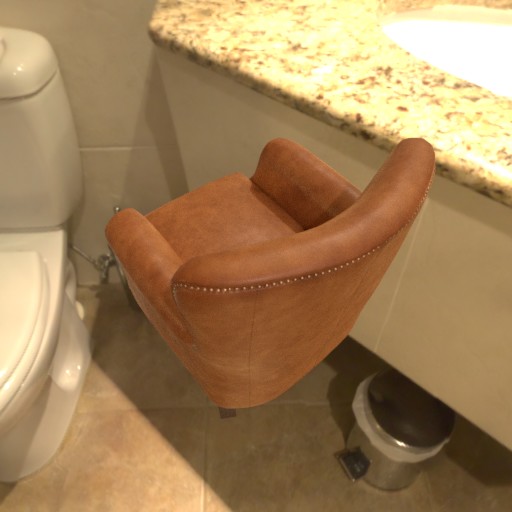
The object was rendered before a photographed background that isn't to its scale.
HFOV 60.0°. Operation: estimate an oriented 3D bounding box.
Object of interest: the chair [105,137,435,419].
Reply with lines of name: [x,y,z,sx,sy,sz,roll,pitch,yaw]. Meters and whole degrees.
chair: [0.000,0.000,1.575,0.861,0.936,0.921,-31,55,-25]
